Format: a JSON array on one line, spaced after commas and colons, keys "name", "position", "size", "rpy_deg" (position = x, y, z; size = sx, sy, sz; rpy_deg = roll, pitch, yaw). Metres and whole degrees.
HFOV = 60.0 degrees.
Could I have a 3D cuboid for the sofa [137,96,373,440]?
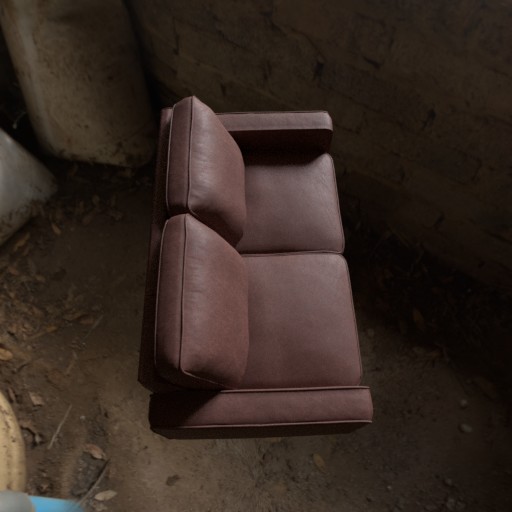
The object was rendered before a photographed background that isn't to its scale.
[{"name": "sofa", "position": [0.000, 0.000, 2.296], "size": [0.947, 0.918, 1.709], "rpy_deg": [-2, 63, -1]}]
